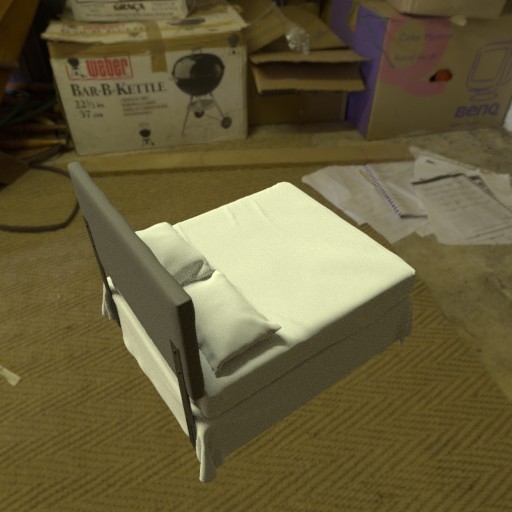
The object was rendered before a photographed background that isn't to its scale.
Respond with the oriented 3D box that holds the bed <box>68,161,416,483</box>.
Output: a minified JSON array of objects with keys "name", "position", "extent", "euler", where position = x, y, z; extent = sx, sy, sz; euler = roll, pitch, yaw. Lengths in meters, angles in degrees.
[{"name":"bed","position":[0.000,0.000,3.504],"extent":[2.222,1.577,1.936],"euler":[-25,47,-26]}]
